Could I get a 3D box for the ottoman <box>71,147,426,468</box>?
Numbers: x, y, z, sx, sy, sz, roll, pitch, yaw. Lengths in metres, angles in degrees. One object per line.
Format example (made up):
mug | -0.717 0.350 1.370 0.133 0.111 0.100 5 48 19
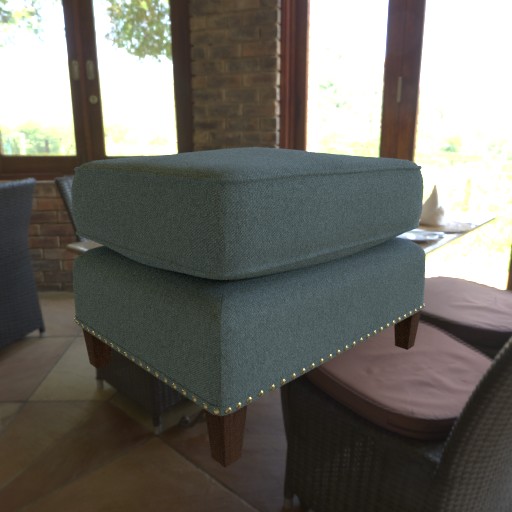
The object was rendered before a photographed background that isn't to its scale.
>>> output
ottoman | 0.000 0.000 1.126 0.738 0.537 0.589 -13 19 -43
